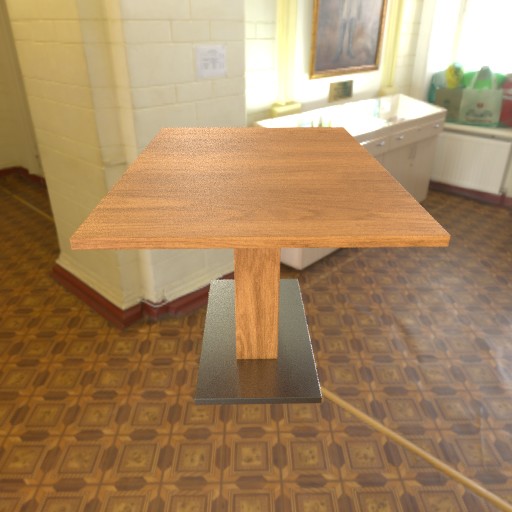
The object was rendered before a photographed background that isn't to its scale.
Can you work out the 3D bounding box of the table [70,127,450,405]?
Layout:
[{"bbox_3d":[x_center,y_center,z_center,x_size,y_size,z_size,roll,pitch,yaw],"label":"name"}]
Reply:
[{"bbox_3d":[0.000,0.000,1.799,0.900,0.770,1.300,-1,27,-1],"label":"table"}]
